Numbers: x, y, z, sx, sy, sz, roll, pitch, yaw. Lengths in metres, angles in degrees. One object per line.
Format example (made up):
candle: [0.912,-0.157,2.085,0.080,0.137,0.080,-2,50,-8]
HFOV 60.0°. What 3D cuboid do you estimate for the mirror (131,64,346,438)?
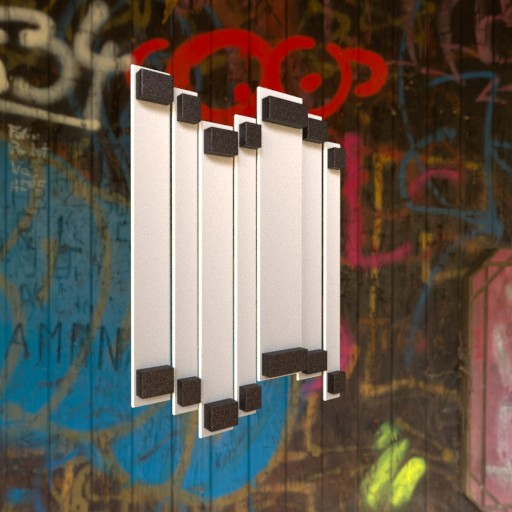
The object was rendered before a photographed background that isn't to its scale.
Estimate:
mirror: [0.000,0.000,0.802,0.445,0.611,0.058,0,0,-37]
